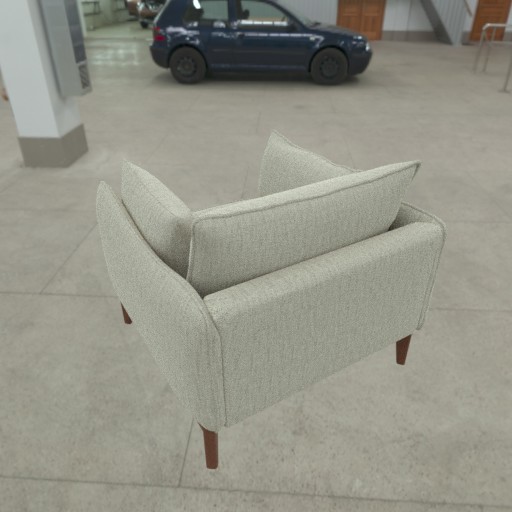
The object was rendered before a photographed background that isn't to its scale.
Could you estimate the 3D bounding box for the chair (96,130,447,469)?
[{"bbox_3d":[0.000,0.000,1.727,0.994,0.855,0.991,-18,36,-27],"label":"chair"}]
